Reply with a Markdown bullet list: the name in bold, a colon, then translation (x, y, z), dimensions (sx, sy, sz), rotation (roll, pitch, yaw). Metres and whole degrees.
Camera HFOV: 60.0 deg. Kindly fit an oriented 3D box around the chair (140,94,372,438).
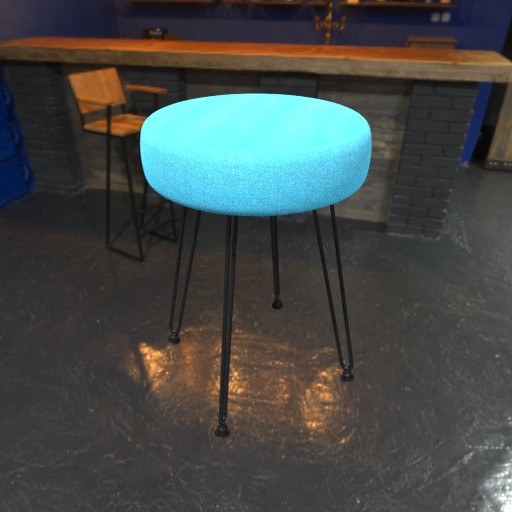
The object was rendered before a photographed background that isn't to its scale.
- **chair**: translation (0.000, 0.000, 0.687), dimensions (0.350, 0.440, 0.350), rotation (9, 32, 14)
